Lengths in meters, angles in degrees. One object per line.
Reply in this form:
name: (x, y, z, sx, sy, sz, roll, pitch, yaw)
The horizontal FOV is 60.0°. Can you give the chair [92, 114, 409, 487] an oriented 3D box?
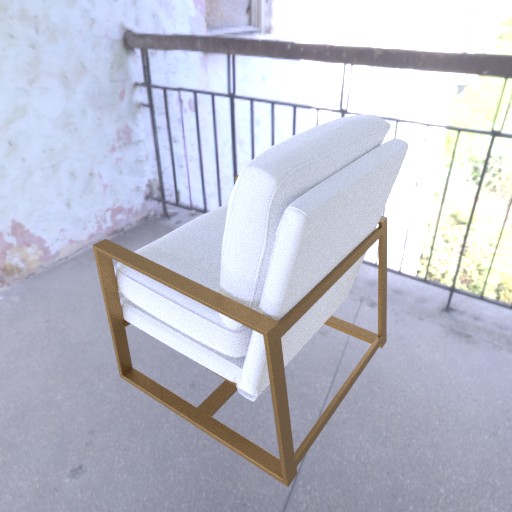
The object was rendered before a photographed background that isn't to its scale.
chair: (0.000, 0.000, 1.580, 0.813, 0.966, 0.805, 20, 36, 30)
